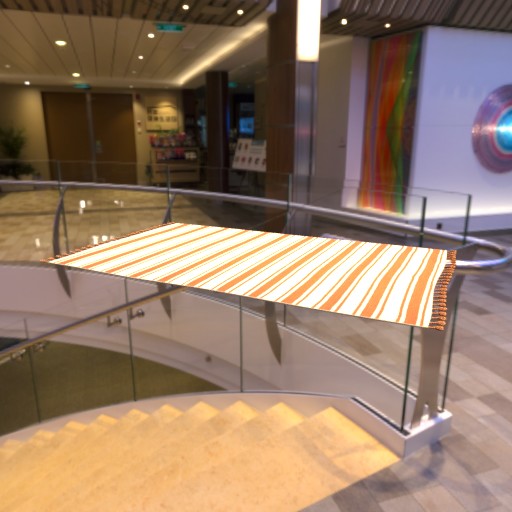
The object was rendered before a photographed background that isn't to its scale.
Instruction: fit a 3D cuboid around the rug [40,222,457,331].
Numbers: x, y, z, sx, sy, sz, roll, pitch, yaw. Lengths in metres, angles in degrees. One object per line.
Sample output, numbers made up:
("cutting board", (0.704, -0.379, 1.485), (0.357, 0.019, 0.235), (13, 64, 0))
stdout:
("rug", (0.000, 0.000, 2.545), (2.092, 0.017, 1.232), (7, 17, 25))
